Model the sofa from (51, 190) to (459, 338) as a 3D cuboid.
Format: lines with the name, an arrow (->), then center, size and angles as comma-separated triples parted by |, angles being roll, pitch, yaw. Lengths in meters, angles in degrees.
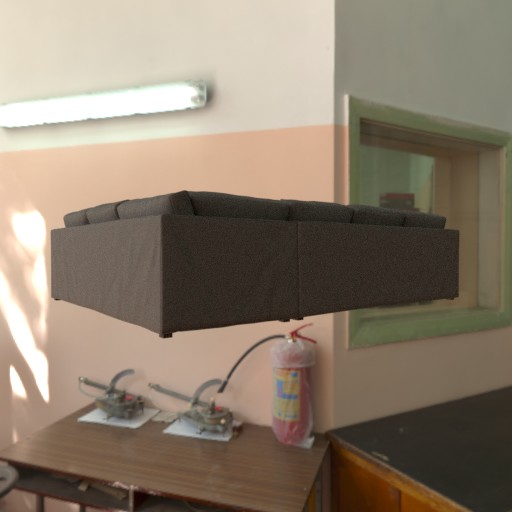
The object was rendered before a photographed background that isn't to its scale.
sofa -> 0.000, 0.000, 4.318 | 3.182, 0.871, 2.432 | -1, 1, -38
